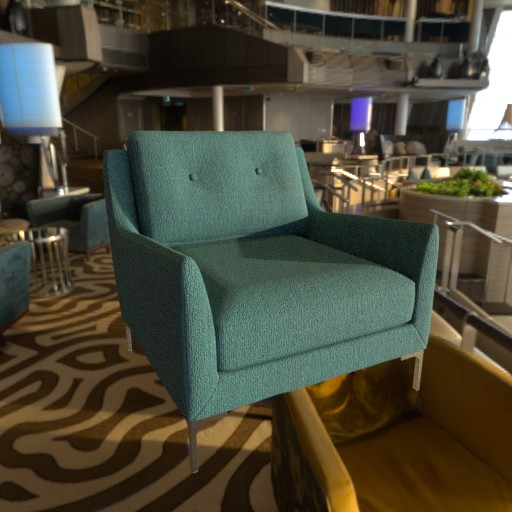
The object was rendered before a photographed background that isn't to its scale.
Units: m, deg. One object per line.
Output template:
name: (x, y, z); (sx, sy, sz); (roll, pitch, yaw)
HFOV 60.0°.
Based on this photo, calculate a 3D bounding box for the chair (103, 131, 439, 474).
chair: (0.000, 0.000, 1.520); (0.847, 0.828, 0.849); (-8, 18, -27)
